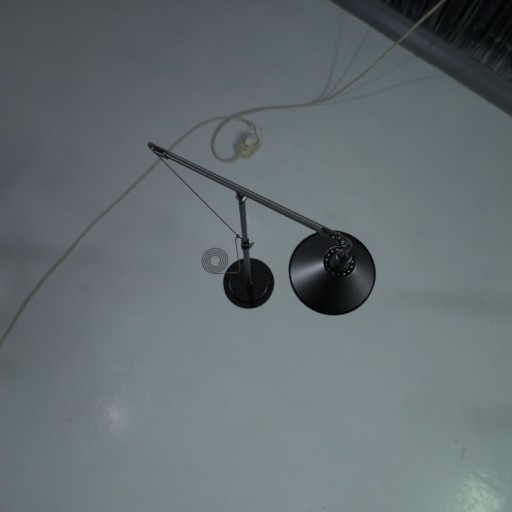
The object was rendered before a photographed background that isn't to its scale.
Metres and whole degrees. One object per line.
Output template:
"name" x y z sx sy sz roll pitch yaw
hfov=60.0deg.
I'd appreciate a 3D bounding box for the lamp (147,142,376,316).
"lamp" 0.000 0.000 1.969 0.904 1.626 0.319 34 78 8
